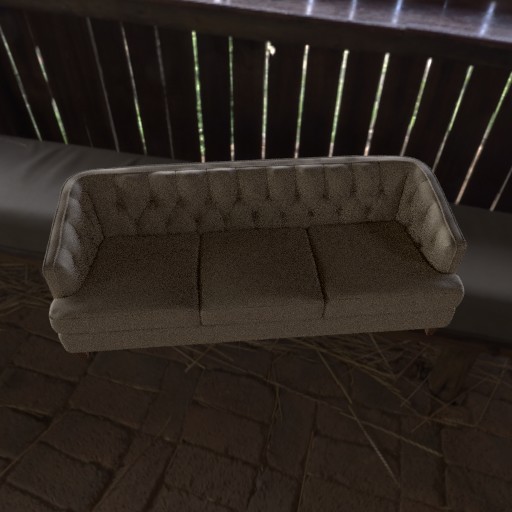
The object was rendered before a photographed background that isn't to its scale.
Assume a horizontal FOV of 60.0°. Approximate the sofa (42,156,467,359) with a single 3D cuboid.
[{"bbox_3d":[0.000,0.000,2.682,2.235,0.788,0.913,-3,45,-3],"label":"sofa"}]
